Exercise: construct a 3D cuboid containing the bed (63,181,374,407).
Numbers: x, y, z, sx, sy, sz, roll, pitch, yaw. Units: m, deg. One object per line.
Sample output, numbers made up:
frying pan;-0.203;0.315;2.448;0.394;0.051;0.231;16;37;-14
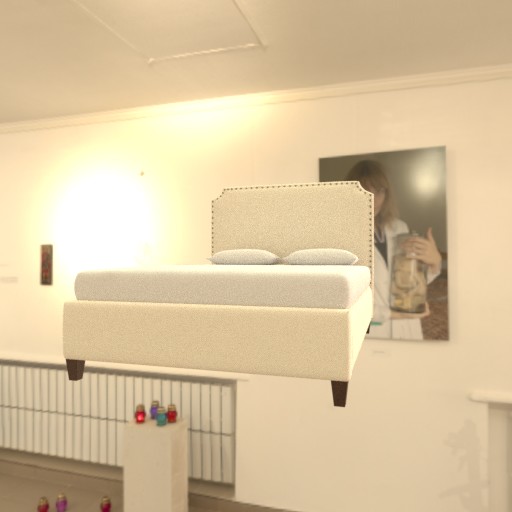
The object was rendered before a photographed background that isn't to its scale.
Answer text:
bed;0.000;0.000;3.509;1.712;1.497;2.372;0;0;17
